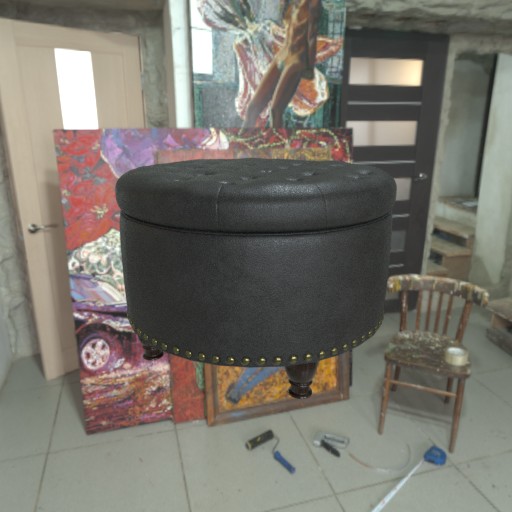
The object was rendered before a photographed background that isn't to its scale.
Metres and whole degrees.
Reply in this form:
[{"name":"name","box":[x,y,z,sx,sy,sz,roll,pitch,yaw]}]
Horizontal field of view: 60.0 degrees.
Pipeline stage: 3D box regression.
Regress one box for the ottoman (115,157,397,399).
[{"name":"ottoman","box":[0.000,0.000,1.098,0.637,0.442,0.637,0,17,0]}]
